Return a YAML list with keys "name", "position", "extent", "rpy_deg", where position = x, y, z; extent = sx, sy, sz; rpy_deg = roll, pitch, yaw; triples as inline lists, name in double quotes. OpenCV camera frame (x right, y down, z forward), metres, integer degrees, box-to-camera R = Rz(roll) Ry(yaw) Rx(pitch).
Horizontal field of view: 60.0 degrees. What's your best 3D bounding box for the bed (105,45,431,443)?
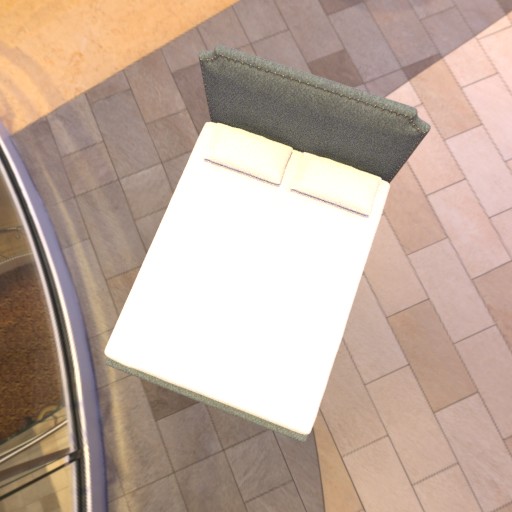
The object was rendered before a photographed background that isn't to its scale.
- name: "bed"
  position: [0.000, 0.000, 3.427]
  extent: [1.712, 1.443, 2.372]
  rpy_deg: [20, 77, 5]
